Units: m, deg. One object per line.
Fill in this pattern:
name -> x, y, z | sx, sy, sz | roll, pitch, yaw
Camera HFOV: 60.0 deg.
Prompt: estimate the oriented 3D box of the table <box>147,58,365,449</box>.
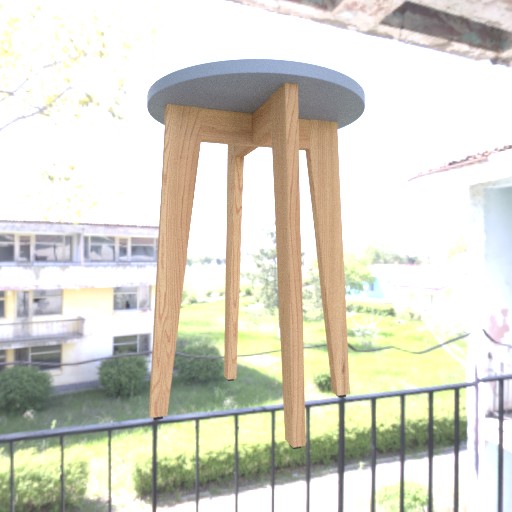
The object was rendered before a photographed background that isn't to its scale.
table -> 0.000, 0.000, 0.734 | 0.350, 0.500, 0.350 | 0, 1, 0
